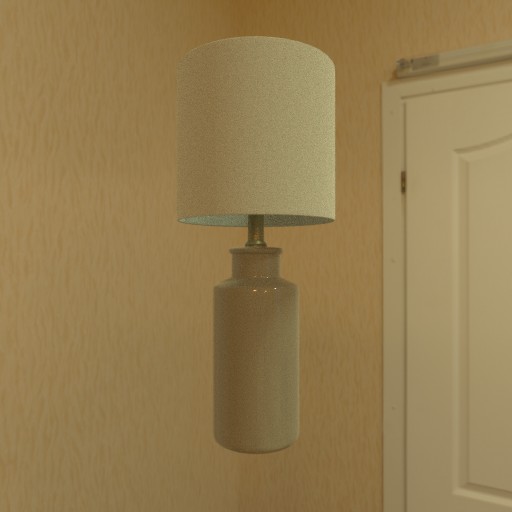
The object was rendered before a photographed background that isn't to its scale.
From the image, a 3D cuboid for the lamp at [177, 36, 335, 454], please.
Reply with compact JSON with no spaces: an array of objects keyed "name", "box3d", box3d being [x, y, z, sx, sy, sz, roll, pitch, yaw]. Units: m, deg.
[{"name":"lamp","box3d":[0.000,0.000,0.602,0.212,0.493,0.212,0,0,-1]}]
